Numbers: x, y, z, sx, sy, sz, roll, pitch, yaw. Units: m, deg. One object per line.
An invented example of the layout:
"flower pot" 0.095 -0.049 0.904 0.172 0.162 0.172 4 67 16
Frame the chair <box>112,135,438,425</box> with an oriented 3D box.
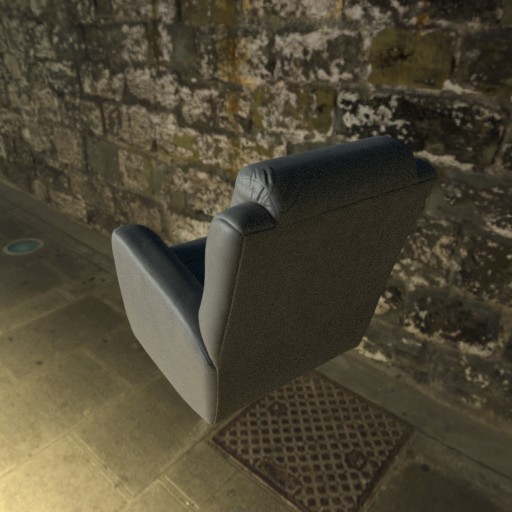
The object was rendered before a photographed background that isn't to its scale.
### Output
"chair" 0.000 0.000 1.937 0.965 1.116 1.068 -19 34 -31
